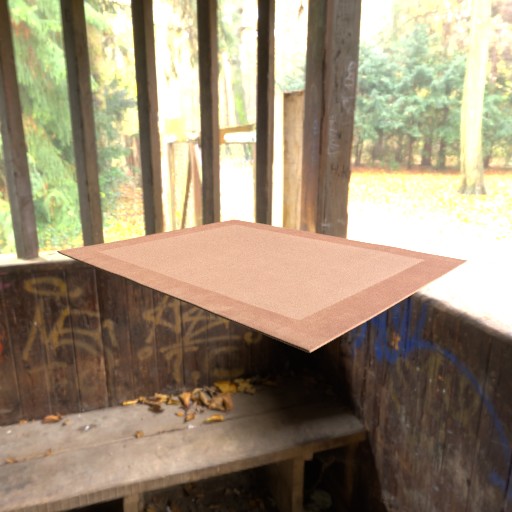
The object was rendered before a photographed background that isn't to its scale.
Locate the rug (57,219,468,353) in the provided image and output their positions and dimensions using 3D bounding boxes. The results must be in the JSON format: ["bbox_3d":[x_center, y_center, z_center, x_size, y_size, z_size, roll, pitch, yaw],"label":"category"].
[{"bbox_3d":[0.000,0.000,4.183,3.057,0.021,2.431,14,20,41],"label":"rug"}]
